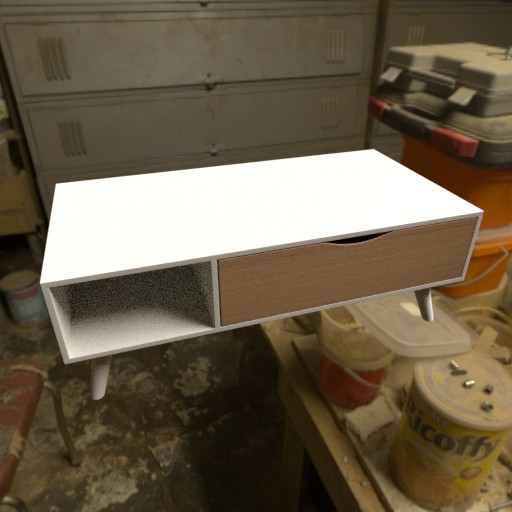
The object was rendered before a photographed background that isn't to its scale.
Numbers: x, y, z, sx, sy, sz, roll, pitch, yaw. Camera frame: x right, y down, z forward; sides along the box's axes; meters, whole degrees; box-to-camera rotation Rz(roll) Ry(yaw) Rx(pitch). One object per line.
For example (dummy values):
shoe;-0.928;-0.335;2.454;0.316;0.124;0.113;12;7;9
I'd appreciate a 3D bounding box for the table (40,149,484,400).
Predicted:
table;0.000;0.000;1.487;1.194;0.432;0.609;-10;32;-15
